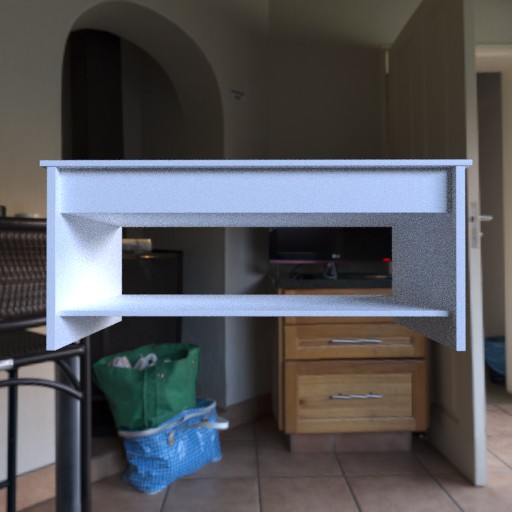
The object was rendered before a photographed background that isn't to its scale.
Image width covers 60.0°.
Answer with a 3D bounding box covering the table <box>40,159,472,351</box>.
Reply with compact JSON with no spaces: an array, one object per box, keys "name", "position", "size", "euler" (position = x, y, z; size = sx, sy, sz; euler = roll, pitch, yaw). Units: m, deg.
[{"name":"table","position":[0.000,0.000,1.272],"size":[1.000,0.441,0.500],"euler":[0,0,0]}]
